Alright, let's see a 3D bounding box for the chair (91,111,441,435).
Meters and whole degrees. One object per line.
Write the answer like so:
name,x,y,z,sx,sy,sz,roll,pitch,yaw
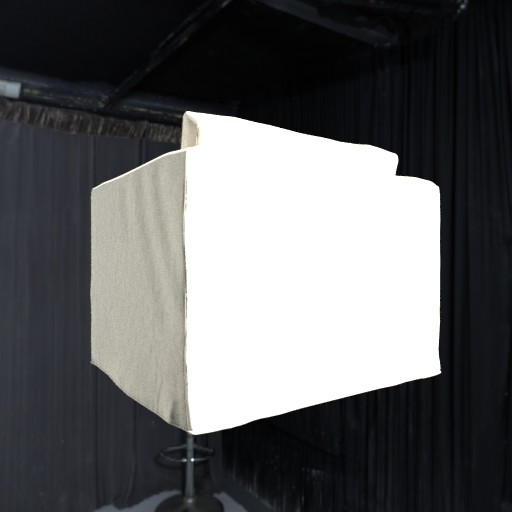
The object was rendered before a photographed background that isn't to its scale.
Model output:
chair,0.000,0.000,1.723,1.057,0.867,0.949,0,0,-34
